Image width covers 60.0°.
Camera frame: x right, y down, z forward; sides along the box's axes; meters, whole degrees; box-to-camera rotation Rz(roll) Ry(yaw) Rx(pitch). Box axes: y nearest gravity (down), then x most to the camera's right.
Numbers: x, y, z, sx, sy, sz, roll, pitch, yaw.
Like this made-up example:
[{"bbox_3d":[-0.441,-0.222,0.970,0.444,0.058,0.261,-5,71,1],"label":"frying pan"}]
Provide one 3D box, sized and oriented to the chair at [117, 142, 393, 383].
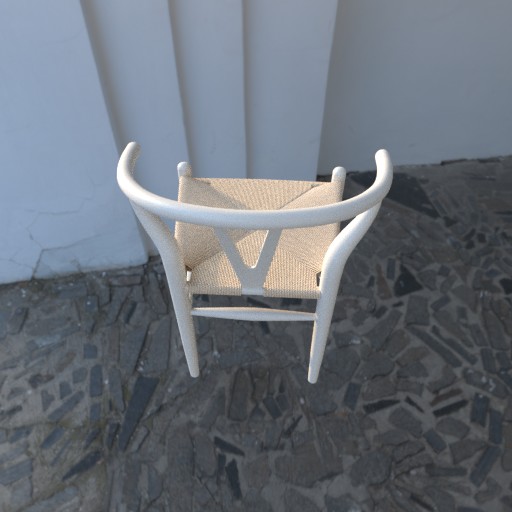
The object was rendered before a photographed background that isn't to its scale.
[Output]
[{"bbox_3d":[0.000,0.000,1.138,0.569,0.730,0.579,2,45,2],"label":"chair"}]
